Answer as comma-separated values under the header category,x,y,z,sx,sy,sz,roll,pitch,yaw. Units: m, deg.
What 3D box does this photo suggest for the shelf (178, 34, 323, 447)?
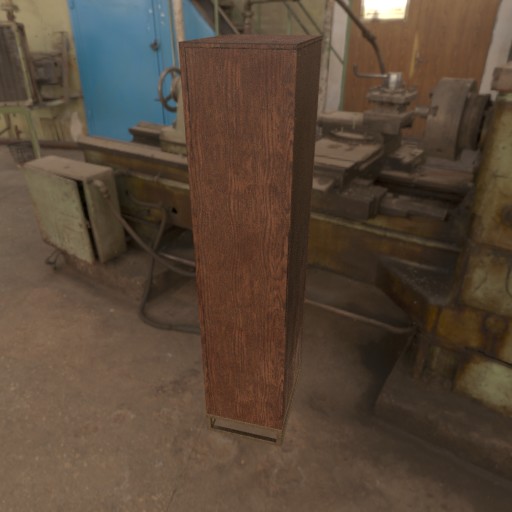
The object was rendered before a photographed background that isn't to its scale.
category,x,y,z,sx,sy,sz,roll,pitch,yaw
shelf,0.000,0.000,1.960,0.395,1.732,0.539,7,30,13
